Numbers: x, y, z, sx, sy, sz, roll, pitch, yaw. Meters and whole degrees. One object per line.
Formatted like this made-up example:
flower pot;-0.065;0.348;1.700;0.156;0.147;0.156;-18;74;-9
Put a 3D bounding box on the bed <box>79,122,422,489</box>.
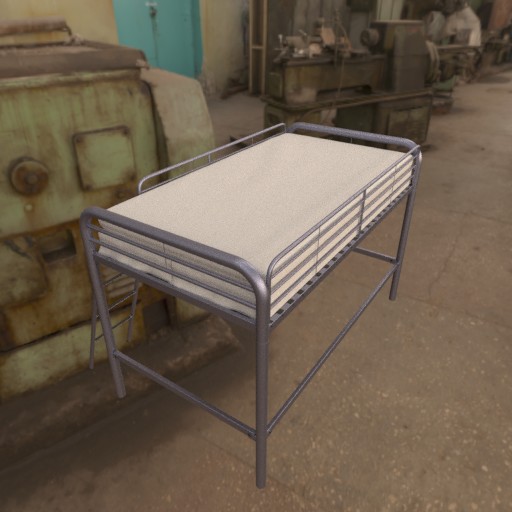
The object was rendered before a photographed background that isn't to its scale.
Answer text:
bed;0.000;0.000;2.917;1.415;1.288;1.965;19;35;29
